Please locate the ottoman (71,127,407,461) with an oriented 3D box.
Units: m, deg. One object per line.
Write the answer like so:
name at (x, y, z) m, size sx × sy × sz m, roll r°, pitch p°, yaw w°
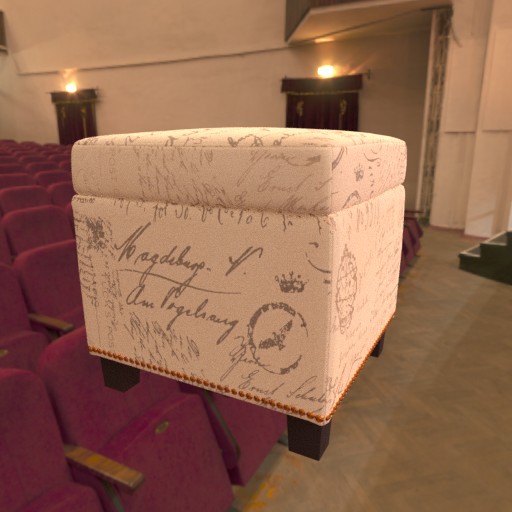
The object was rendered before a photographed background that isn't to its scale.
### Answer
ottoman at (0.000, 0.000, 0.824) m, size 0.450 × 0.457 × 0.449 m, roll 8°, pitch 17°, yaw 27°
